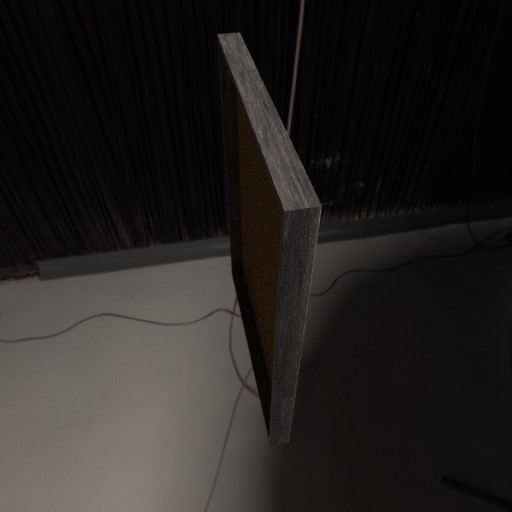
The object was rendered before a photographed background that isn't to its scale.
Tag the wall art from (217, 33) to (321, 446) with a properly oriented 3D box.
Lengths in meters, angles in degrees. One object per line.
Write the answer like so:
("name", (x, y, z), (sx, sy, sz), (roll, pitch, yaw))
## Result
("wall art", (0.000, 0.000, 1.348), (0.063, 1.016, 0.762), (-9, 47, -8))
